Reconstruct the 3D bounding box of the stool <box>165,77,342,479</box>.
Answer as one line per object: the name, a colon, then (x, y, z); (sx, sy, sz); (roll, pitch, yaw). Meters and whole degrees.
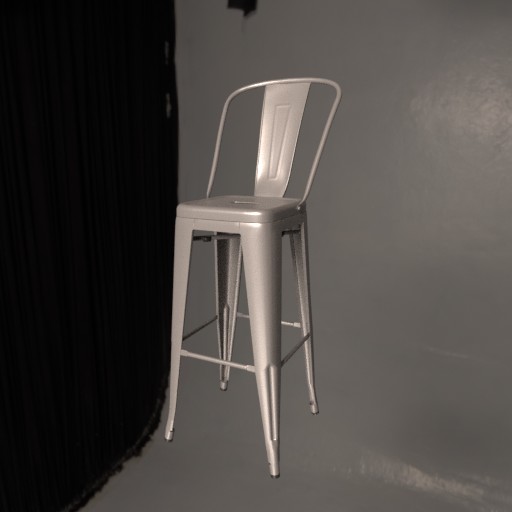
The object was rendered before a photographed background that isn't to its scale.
stool: (0.000, 0.000, 1.367); (0.399, 1.096, 0.513); (6, 15, 25)
